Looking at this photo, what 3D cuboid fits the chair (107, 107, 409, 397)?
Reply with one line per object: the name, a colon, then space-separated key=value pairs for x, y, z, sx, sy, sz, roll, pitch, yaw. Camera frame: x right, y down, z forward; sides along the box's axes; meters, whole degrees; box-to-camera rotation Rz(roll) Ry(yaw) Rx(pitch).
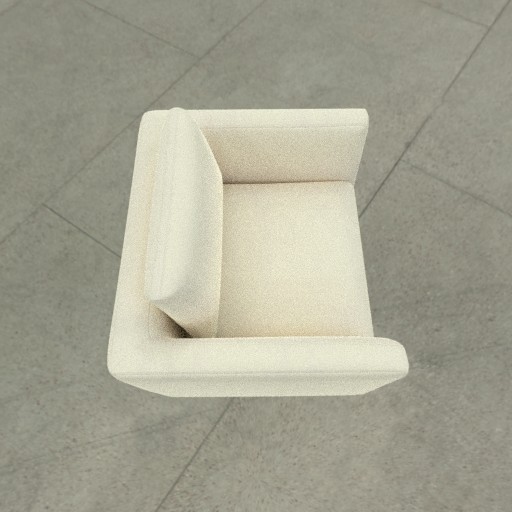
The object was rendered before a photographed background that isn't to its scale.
chair: x=0.000 y=0.000 z=1.722 sx=0.889 sy=0.865 sz=1.041 roll=-1 pitch=63 yaw=0
